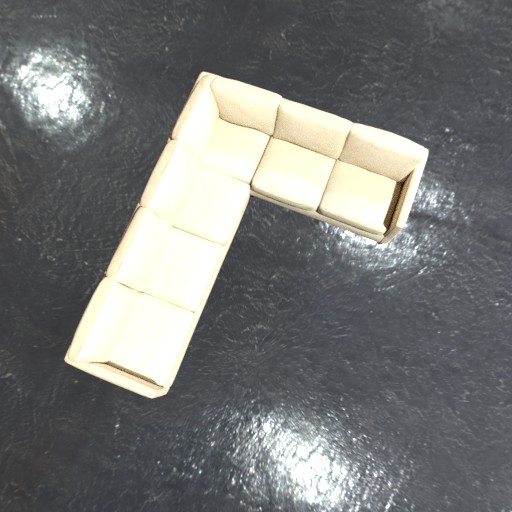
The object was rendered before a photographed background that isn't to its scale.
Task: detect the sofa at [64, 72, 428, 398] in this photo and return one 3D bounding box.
[{"bbox_3d":[0.000,0.000,4.531,2.593,0.947,3.302,21,78,5],"label":"sofa"}]
